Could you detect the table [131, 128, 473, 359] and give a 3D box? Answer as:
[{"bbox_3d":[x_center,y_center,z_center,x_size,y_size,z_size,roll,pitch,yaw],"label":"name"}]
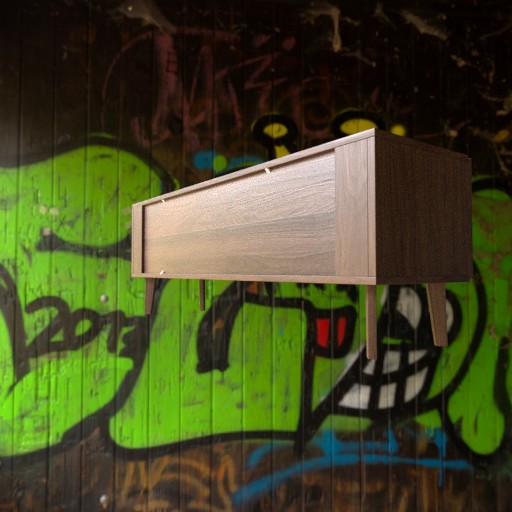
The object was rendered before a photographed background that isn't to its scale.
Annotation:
[{"bbox_3d":[0.000,0.000,1.623,0.405,0.508,1.397,1,-2,-37],"label":"table"}]
